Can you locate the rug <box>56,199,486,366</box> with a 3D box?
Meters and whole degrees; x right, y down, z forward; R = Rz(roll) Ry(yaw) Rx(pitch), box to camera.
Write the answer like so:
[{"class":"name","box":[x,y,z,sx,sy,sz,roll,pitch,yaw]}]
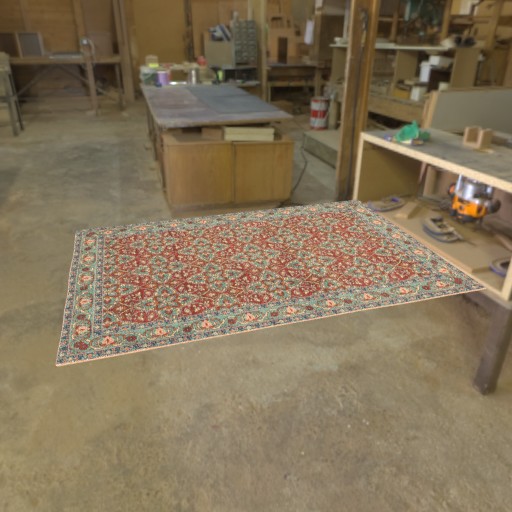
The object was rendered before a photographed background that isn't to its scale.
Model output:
[{"class":"rug","box":[0.000,0.000,2.302,1.829,0.009,1.219,-8,28,-15]}]
